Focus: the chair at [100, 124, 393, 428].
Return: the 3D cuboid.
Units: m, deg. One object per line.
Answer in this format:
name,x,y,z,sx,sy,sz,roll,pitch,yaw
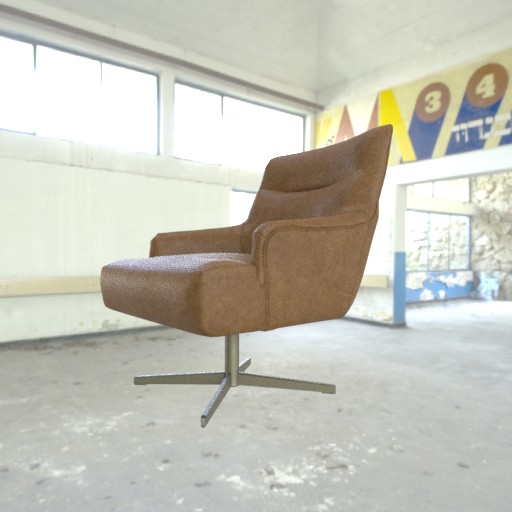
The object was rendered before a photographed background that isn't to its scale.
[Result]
chair,0.000,0.000,1.507,0.874,0.869,0.729,0,0,-36
